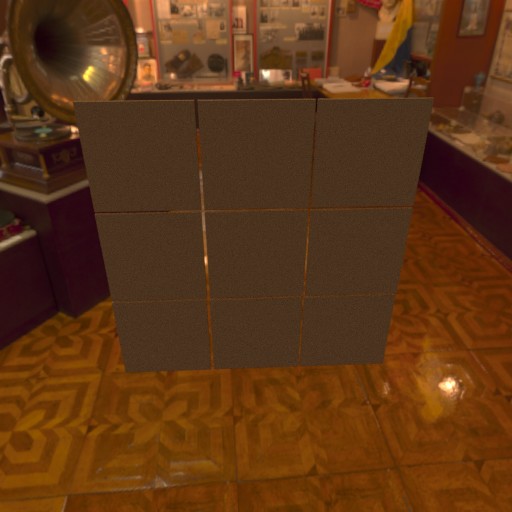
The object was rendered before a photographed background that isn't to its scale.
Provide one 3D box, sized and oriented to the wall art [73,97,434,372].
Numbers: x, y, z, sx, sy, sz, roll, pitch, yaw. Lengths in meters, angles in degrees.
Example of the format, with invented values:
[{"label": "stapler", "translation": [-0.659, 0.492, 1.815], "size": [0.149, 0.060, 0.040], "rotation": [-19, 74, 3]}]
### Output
[{"label": "wall art", "translation": [0.000, 0.000, 1.356], "size": [0.919, 0.917, 0.010], "rotation": [-1, 30, -3]}]
